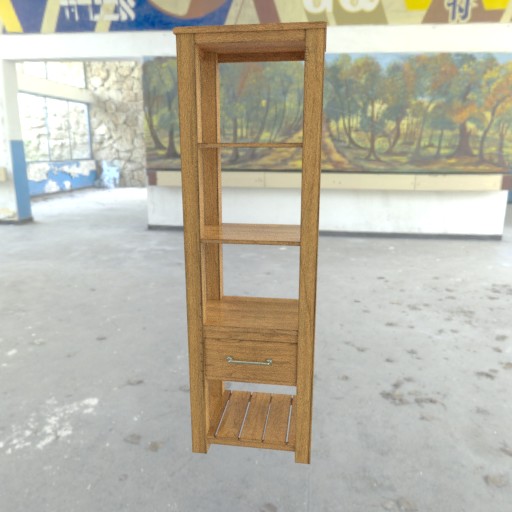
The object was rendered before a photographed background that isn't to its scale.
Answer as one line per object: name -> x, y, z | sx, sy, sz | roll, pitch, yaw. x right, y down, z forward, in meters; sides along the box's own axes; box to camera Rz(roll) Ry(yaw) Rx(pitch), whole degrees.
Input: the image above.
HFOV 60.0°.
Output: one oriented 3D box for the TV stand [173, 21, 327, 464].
TV stand -> 0.000, 0.000, 2.014 | 0.565, 1.828, 0.435 | 2, 14, 8
